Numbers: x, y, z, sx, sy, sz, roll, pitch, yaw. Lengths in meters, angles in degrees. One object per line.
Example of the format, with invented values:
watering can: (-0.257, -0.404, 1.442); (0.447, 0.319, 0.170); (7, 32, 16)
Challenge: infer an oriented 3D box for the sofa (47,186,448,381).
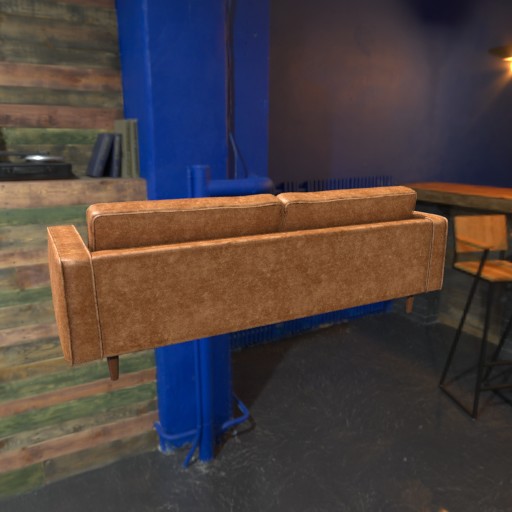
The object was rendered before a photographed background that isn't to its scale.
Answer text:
sofa: (0.000, 0.000, 2.604); (2.199, 0.779, 0.886); (-7, 16, -26)
